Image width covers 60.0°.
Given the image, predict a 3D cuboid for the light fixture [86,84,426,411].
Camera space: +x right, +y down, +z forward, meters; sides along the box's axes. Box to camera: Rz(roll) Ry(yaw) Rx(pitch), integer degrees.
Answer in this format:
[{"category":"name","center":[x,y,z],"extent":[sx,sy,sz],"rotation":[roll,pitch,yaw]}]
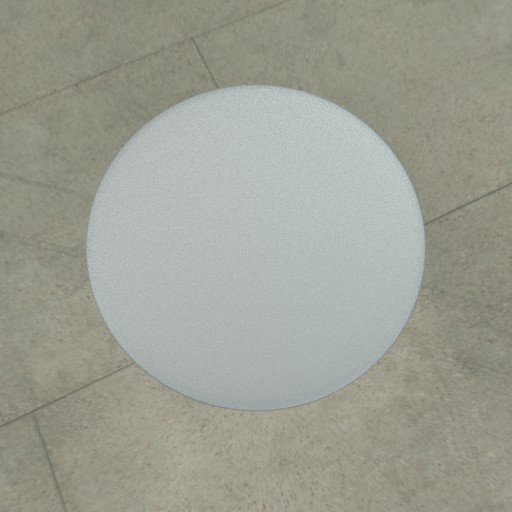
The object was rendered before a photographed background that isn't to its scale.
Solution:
[{"category":"light fixture","center":[0.000,0.000,0.621],"extent":[0.393,0.229,0.393],"rotation":[0,76,0]}]
